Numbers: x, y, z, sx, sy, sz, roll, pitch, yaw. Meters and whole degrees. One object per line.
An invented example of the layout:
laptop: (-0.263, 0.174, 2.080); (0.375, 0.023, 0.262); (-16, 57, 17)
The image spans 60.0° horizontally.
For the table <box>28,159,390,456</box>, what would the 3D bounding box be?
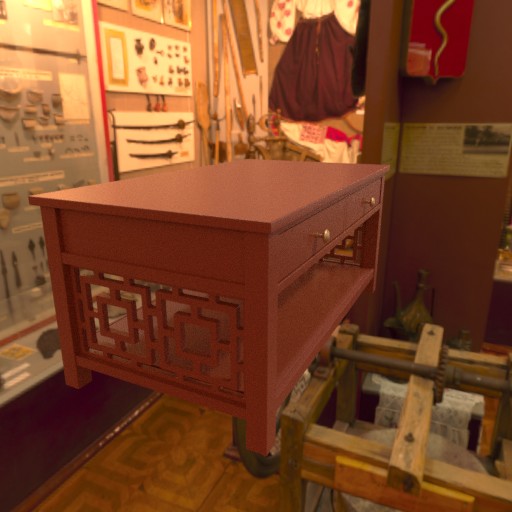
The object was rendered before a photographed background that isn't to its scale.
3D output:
table: (0.000, 0.000, 1.393); (0.612, 0.493, 1.068); (8, 19, 25)
